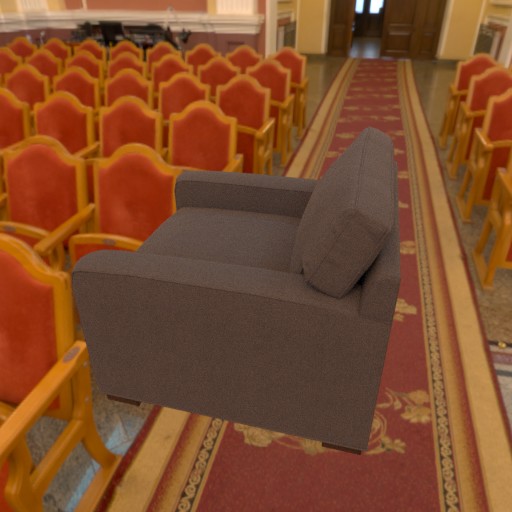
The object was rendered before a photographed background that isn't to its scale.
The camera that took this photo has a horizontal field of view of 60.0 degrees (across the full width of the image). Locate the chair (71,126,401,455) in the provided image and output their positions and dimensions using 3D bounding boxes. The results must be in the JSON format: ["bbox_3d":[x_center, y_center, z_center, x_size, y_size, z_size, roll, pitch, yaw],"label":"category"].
[{"bbox_3d":[0.000,0.000,1.818,1.043,0.913,0.997,8,31,13],"label":"chair"}]
